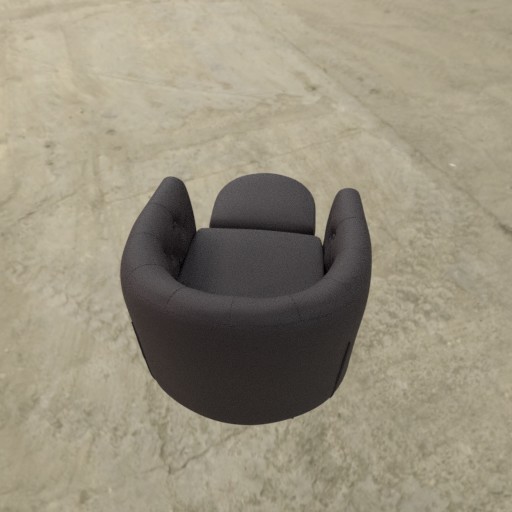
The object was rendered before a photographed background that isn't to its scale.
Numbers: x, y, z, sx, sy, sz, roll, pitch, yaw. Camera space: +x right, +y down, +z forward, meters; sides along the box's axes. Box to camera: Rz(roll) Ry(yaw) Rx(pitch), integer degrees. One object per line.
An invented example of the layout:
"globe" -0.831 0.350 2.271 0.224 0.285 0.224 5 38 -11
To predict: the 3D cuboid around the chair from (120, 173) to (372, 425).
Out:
"chair" 0.000 0.000 1.718 0.763 0.760 1.191 5 46 4
